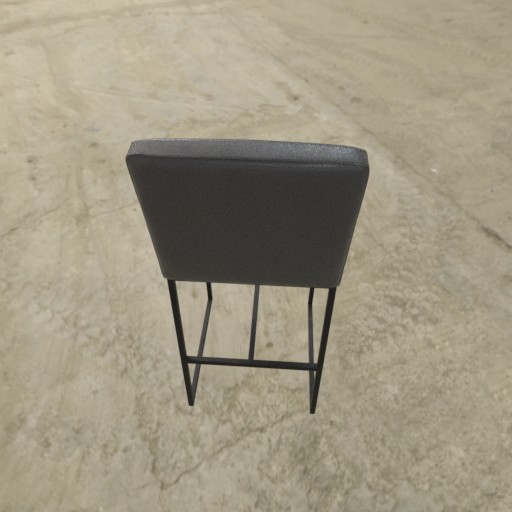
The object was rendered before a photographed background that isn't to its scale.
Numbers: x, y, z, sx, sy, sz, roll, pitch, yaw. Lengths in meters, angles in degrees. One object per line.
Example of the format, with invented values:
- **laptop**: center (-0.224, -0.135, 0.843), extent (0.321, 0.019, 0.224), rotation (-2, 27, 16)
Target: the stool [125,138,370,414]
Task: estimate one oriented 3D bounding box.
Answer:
- **stool**: center (0.000, 0.000, 1.335), extent (0.457, 1.040, 0.552), rotation (3, 45, 3)
